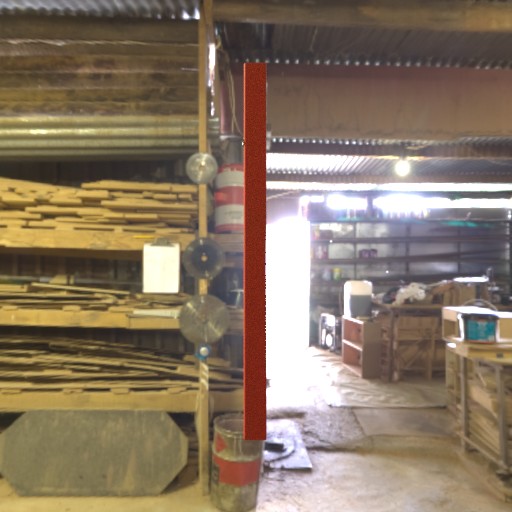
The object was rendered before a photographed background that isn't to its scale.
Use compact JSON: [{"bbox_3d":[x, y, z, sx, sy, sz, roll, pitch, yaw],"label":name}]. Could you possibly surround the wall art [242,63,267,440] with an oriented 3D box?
[{"bbox_3d":[0.000,0.000,1.165,0.040,0.609,0.913,0,-1,0],"label":"wall art"}]
